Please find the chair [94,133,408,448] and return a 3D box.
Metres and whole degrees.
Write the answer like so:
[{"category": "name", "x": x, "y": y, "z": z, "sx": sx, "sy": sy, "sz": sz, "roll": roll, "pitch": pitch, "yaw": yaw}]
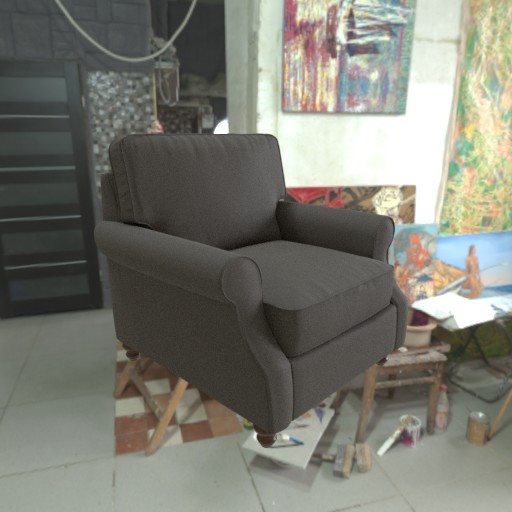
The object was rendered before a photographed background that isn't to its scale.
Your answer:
[{"category": "chair", "x": 0.000, "y": 0.000, "z": 1.812, "sx": 0.966, "sy": 0.967, "sz": 1.029, "roll": 15, "pitch": 21, "yaw": 42}]
